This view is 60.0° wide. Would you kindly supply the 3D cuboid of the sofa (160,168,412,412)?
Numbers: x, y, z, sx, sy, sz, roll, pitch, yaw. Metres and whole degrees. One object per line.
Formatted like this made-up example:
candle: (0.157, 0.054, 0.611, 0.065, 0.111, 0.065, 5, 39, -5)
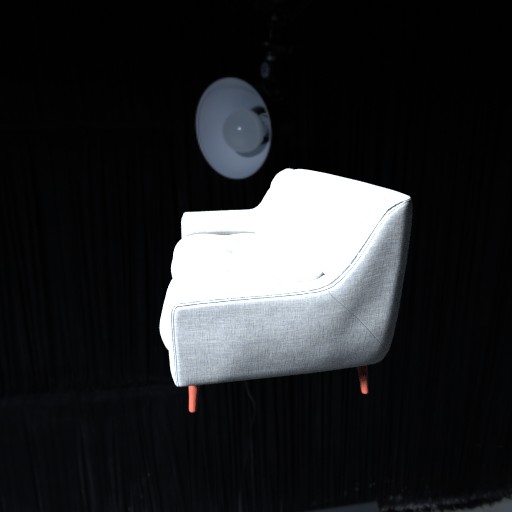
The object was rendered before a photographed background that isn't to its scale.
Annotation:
sofa: (0.000, 0.000, 2.491, 0.976, 0.897, 1.930, -2, 14, -7)
